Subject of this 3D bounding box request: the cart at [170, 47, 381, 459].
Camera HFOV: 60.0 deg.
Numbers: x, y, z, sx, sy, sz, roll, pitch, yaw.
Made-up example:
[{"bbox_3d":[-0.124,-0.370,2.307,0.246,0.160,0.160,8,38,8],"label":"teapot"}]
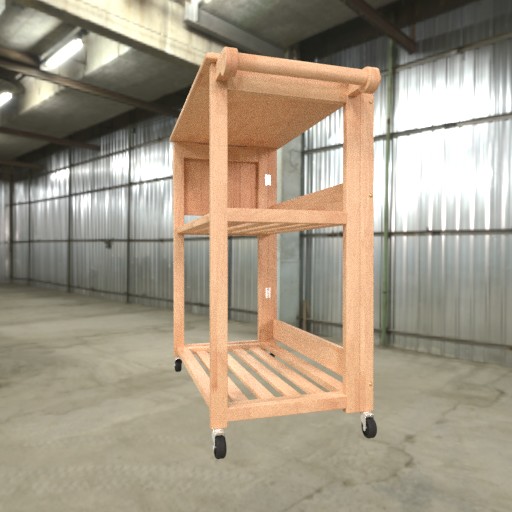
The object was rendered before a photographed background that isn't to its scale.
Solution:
[{"bbox_3d":[0.000,0.000,1.339,0.432,0.879,0.853,0,0,-17],"label":"cart"}]
